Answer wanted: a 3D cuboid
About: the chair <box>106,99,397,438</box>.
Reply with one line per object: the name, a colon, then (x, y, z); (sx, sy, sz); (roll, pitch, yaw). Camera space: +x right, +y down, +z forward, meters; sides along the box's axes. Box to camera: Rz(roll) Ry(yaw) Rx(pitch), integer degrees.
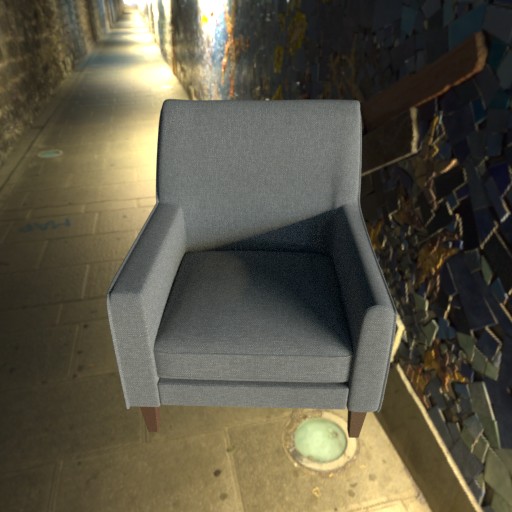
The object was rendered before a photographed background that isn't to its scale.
chair: (0.000, 0.000, 1.579); (0.780, 0.919, 0.899); (1, 30, 2)
